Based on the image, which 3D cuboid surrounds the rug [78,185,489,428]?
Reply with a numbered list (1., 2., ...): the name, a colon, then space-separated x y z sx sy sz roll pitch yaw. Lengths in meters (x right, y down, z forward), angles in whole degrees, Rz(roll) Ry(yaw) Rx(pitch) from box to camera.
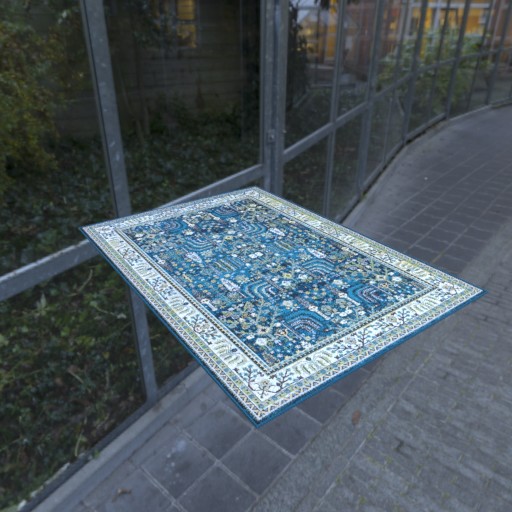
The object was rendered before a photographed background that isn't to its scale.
1. rug: 0.000 0.000 2.845 1.594 0.013 2.213 -19 33 -31
